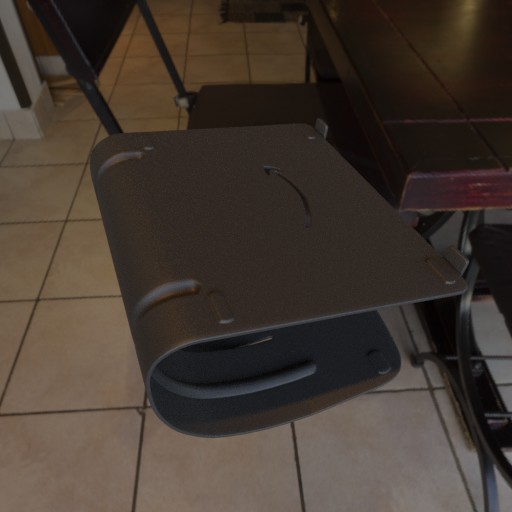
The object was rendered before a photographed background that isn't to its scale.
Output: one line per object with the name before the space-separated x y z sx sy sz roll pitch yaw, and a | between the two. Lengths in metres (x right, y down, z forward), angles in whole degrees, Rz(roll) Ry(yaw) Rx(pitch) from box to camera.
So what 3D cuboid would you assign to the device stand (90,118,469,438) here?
device stand | 0.000 0.000 0.396 0.236 0.155 0.256 -16 47 -16
